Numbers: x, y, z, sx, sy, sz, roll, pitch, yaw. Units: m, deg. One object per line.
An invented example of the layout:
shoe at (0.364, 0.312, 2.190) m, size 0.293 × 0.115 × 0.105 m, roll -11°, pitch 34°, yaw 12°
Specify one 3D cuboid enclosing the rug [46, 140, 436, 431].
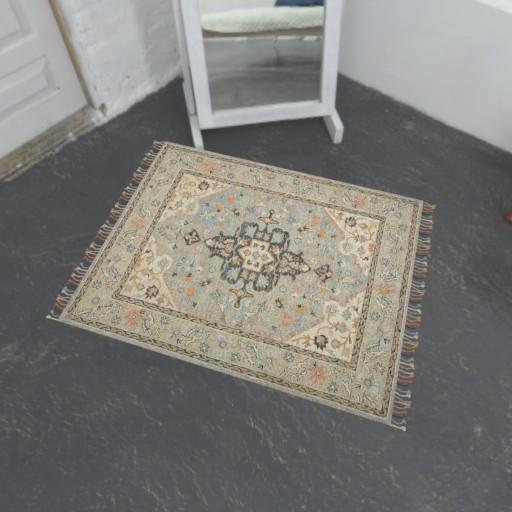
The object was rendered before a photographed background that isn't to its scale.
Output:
rug at (0.000, 0.000, 4.309) m, size 3.221 × 0.011 × 2.379 m, roll 15°, pitch 59°, yaw 9°
